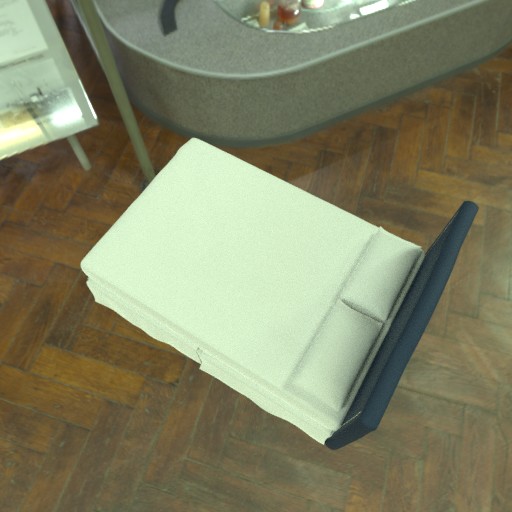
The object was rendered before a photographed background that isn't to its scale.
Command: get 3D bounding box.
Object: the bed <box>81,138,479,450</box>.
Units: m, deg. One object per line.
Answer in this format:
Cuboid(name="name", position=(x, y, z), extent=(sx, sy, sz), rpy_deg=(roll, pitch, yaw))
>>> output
Cuboid(name="bed", position=(0.000, 0.000, 3.507), extent=(2.507, 1.441, 1.741), rpy_deg=(29, 66, 14))
